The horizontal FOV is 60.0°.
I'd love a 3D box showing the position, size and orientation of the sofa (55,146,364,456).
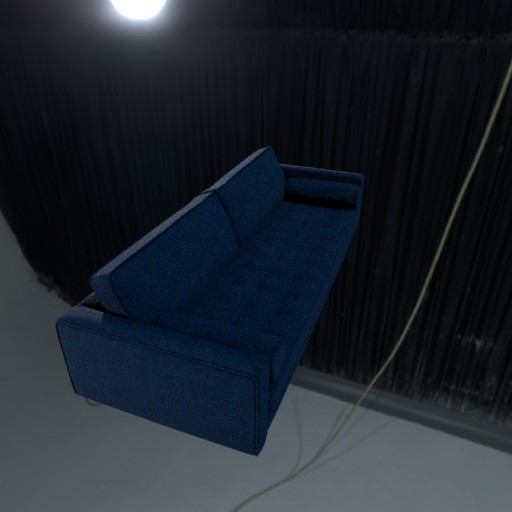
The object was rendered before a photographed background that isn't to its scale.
[{"bbox_3d":[0.000,0.000,2.623,0.914,0.762,2.210,11,32,18],"label":"sofa"}]
